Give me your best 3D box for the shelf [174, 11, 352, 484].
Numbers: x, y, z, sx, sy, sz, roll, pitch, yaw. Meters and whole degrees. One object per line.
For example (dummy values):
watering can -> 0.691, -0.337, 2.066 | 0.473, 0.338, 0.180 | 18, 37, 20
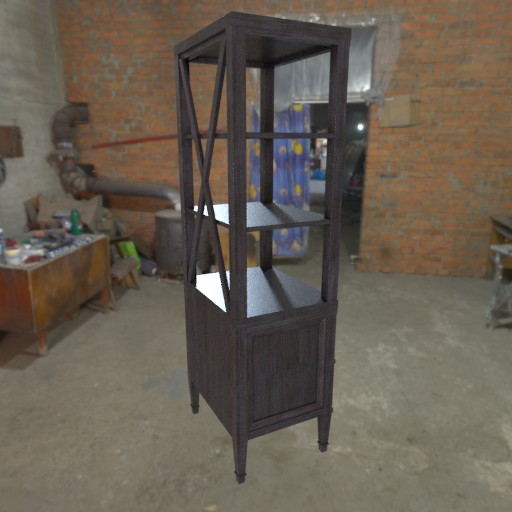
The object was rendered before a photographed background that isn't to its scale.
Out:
shelf -> 0.000, 0.000, 1.919 | 0.472, 1.727, 0.584 | -7, 16, -26
